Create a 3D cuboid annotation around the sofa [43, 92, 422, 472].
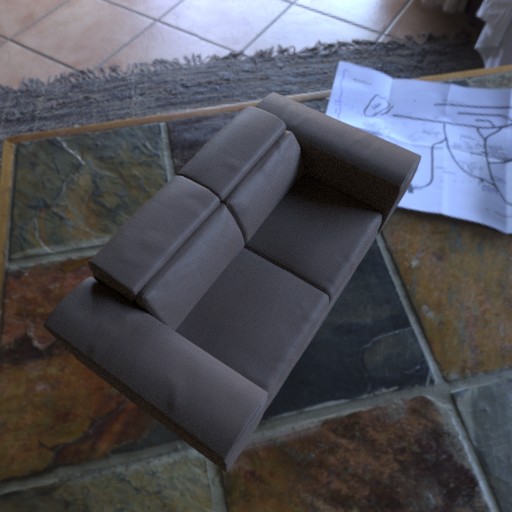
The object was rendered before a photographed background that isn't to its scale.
[{"bbox_3d":[0.000,0.000,2.381,1.003,0.779,1.895,30,63,17],"label":"sofa"}]
